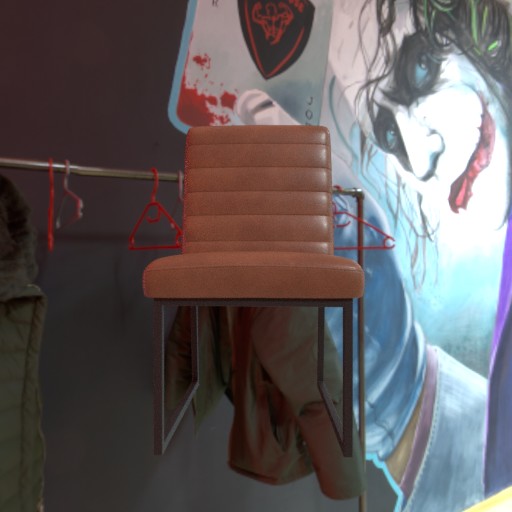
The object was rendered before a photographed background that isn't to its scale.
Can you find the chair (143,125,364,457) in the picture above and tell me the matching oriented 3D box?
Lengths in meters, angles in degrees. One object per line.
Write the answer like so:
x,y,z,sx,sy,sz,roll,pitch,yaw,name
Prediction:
0.000,0.000,1.326,0.520,0.930,0.634,0,0,1,chair
